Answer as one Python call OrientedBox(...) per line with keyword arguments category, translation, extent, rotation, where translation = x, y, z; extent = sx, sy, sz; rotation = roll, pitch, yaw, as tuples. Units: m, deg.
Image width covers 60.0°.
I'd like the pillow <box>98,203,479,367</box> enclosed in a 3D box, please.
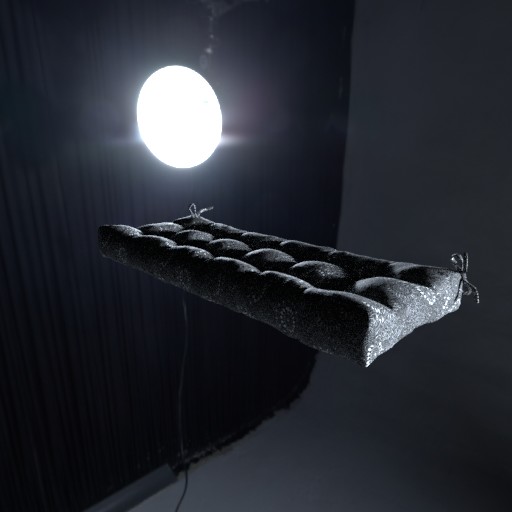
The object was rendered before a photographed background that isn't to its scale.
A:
OrientedBox(category="pillow", translation=(0.000, 0.000, 1.355), extent=(0.511, 0.174, 1.194), rotation=(-14, 21, -42))
